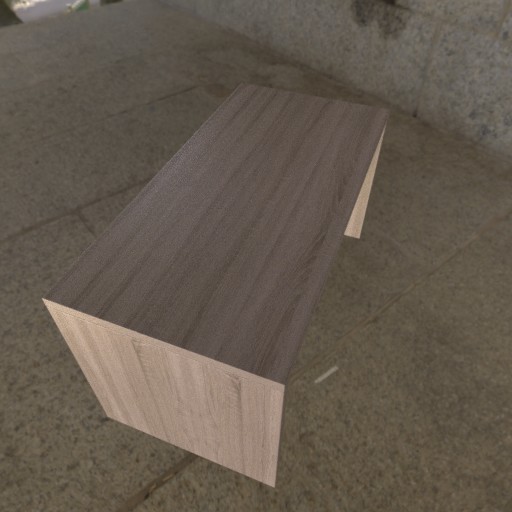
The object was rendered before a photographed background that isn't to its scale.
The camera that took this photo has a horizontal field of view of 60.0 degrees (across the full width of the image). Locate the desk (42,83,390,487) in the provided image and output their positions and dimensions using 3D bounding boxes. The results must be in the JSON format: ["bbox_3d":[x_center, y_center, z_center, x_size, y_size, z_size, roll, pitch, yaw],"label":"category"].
[{"bbox_3d":[0.000,0.000,1.813,0.690,0.745,1.380,16,48,15],"label":"desk"}]
